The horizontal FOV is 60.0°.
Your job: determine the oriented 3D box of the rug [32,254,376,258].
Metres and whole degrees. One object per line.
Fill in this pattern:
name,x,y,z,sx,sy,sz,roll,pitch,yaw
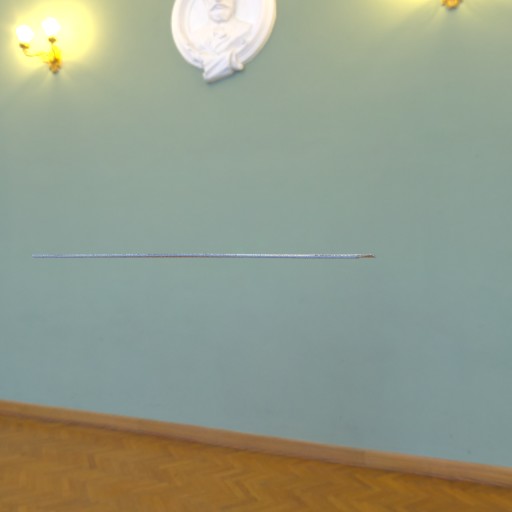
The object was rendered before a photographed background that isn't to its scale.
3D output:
rug,0.000,0.000,2.308,1.162,0.022,1.804,0,0,17
